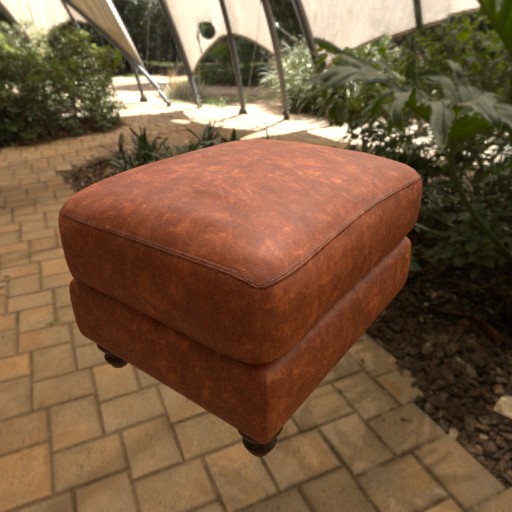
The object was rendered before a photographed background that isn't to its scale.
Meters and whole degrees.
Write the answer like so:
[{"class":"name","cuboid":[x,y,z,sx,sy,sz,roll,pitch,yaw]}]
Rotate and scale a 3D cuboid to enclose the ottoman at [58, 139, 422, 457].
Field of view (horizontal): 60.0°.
[{"class":"ottoman","cuboid":[0.000,0.000,1.228,0.657,0.562,0.832,18,32,32]}]
